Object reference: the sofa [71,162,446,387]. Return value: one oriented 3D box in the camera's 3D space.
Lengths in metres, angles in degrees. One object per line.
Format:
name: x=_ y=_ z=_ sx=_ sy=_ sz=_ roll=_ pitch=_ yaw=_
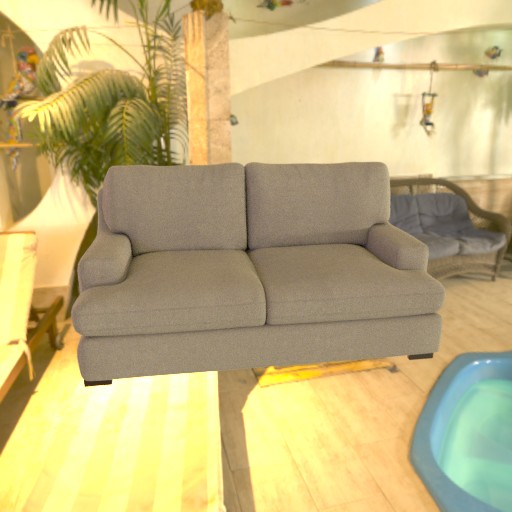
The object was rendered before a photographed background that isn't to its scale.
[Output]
sofa: x=0.000 y=0.000 z=2.501 sx=1.855 sy=0.980 sz=0.962 roll=-3 pitch=18 yaw=-8
